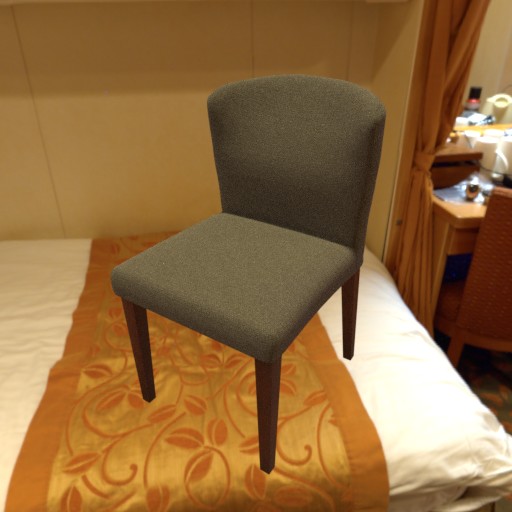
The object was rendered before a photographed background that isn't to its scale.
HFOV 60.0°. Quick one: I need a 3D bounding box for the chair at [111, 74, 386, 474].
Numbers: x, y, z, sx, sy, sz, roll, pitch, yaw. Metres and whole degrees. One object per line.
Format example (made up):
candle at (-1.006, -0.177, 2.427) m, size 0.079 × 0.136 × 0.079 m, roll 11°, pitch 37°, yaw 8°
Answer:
chair at (0.000, 0.000, 1.175) m, size 0.491 × 0.839 × 0.589 m, roll 18°, pitch 34°, yaw 29°
